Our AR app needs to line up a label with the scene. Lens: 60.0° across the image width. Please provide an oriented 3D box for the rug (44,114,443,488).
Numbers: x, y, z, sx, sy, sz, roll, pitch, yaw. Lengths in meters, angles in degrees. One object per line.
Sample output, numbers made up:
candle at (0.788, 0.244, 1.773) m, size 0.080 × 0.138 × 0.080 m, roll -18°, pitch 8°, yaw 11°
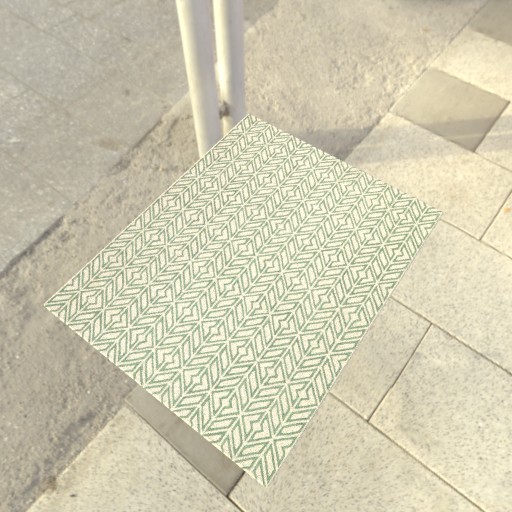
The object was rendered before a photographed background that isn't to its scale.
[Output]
rug at (0.000, 0.000, 4.186) m, size 2.441 × 0.017 × 3.050 m, roll 32°, pitch 64°, yaw 18°
